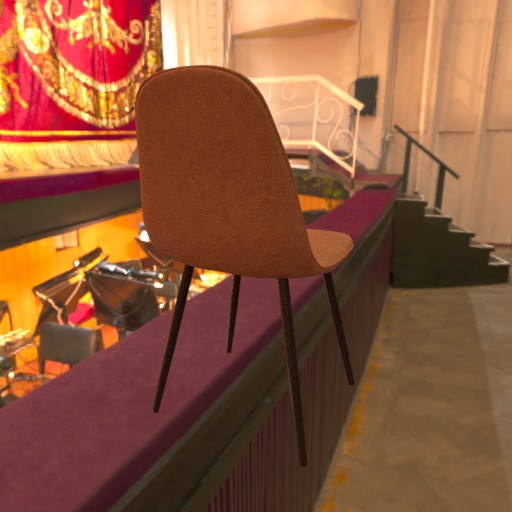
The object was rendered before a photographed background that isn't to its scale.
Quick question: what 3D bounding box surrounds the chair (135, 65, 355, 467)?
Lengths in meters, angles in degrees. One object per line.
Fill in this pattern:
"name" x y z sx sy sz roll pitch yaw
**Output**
"chair" 0.000 0.000 1.197 0.472 0.889 0.561 8 18 27
